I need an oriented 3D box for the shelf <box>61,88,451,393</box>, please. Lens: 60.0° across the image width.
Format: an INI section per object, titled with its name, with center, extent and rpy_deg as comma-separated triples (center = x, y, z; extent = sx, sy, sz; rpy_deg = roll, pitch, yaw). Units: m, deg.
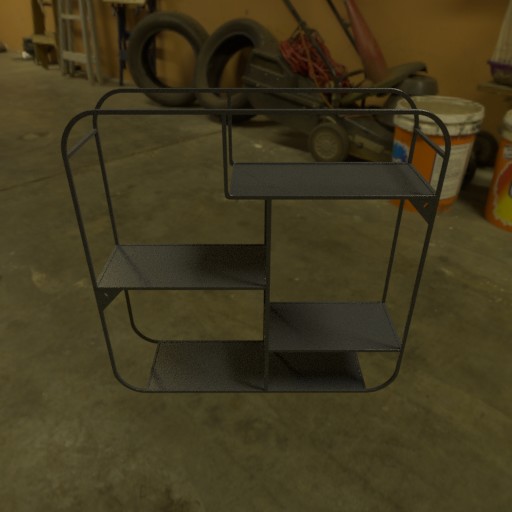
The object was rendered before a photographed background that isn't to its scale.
[shelf]
center = 0.000, 0.000, 0.874
extent = 0.600, 0.600, 0.160
rpy_deg = 0, 32, 0
